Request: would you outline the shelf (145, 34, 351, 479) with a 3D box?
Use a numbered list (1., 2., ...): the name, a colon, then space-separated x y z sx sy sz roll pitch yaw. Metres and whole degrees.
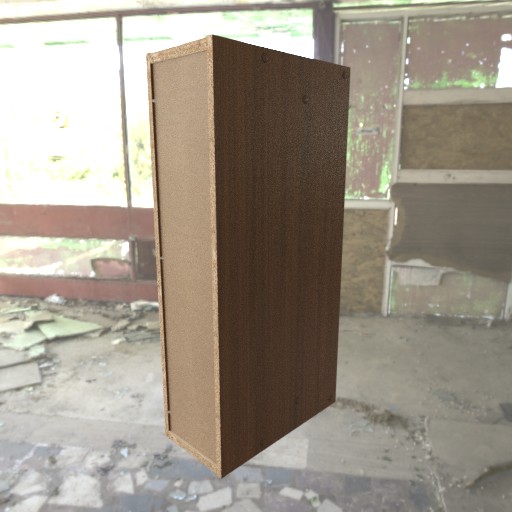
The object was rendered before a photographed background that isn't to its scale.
1. shelf: 0.000 0.000 0.732 0.147 0.600 0.290 13 18 43
